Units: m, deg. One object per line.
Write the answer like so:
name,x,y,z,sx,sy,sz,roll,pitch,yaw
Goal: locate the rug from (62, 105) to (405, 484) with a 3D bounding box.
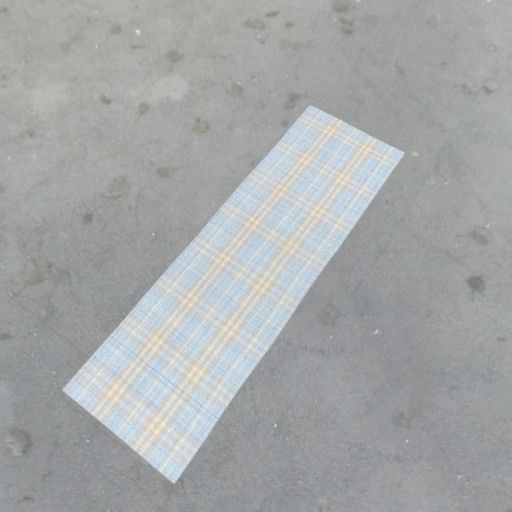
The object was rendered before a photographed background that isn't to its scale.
rug,0.000,0.000,2.655,0.762,0.013,2.439,32,68,15
